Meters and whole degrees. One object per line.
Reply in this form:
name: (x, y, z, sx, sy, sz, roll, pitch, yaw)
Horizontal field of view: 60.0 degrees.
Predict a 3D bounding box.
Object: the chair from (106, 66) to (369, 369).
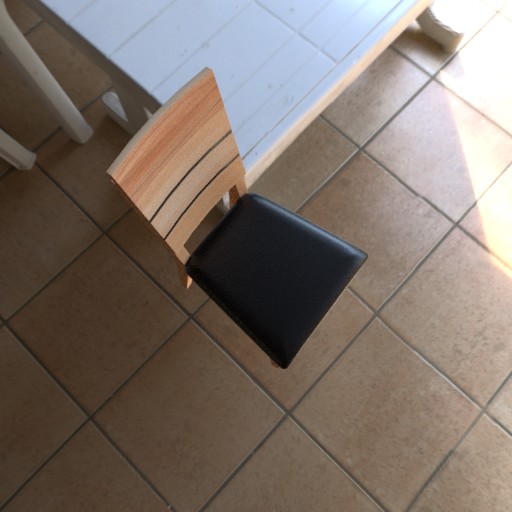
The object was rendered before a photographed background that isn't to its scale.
chair: (0.000, 0.000, 1.272, 0.520, 0.940, 0.410, 37, 77, 10)
